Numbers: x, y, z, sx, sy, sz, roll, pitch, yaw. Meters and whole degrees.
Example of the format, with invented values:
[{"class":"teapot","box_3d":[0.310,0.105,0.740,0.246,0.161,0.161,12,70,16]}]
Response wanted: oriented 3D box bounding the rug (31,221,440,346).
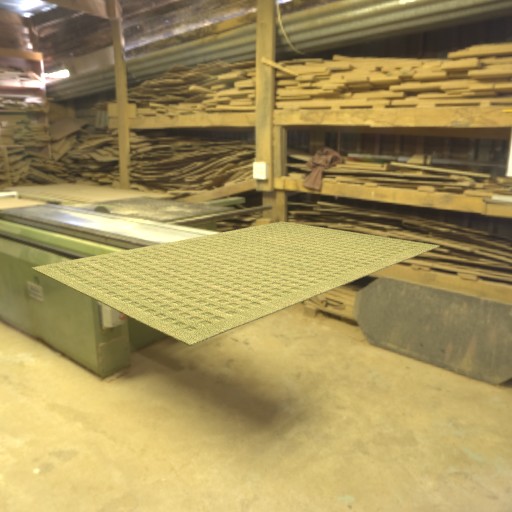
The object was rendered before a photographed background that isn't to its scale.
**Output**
[{"class":"rug","box_3d":[0.000,0.000,2.938,1.529,0.007,2.297,13,19,42]}]
